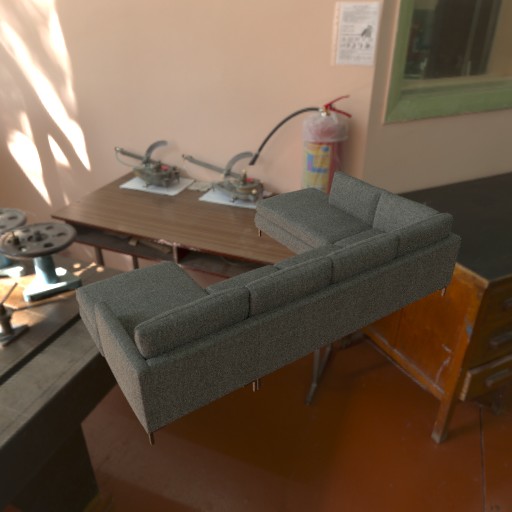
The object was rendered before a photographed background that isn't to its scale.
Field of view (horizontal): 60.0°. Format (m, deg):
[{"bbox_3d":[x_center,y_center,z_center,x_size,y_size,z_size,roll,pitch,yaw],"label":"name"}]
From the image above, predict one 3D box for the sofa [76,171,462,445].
[{"bbox_3d":[0.000,0.000,3.610,2.737,0.756,1.879,-18,34,-29],"label":"sofa"}]
